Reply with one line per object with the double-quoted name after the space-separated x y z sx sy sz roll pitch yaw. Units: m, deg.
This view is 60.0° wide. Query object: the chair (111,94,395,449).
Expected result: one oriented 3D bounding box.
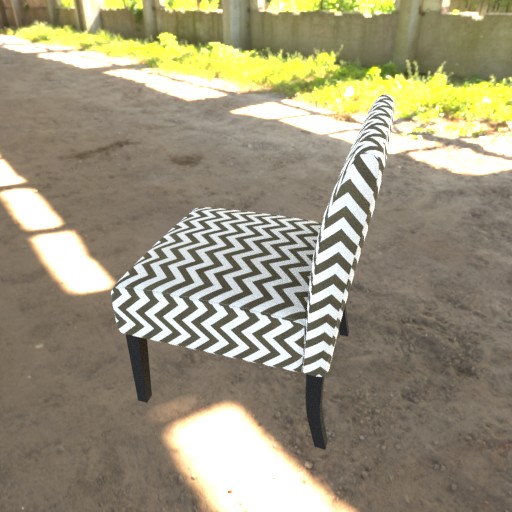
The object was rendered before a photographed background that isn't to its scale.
0.000 0.000 1.289 0.648 0.838 0.589 9 31 15 "chair"
